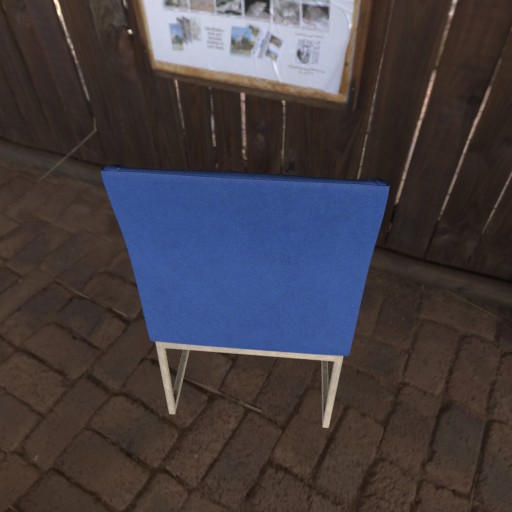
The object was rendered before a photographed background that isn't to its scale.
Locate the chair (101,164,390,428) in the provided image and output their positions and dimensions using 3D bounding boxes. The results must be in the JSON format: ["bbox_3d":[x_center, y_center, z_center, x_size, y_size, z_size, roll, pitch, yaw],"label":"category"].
[{"bbox_3d":[0.000,0.000,1.183,0.508,0.863,0.522,4,46,4],"label":"chair"}]
